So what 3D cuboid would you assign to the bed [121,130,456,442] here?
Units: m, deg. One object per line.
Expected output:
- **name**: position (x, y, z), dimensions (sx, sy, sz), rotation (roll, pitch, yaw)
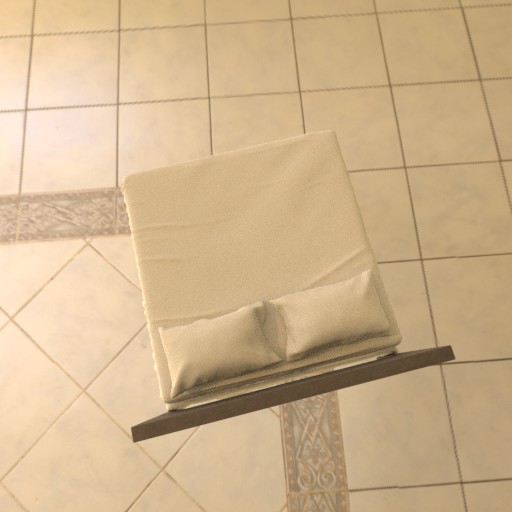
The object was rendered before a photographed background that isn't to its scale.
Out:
- **bed**: position (0.000, 0.000, 2.902), dimensions (1.772, 1.142, 1.785), rotation (-13, 75, -4)
